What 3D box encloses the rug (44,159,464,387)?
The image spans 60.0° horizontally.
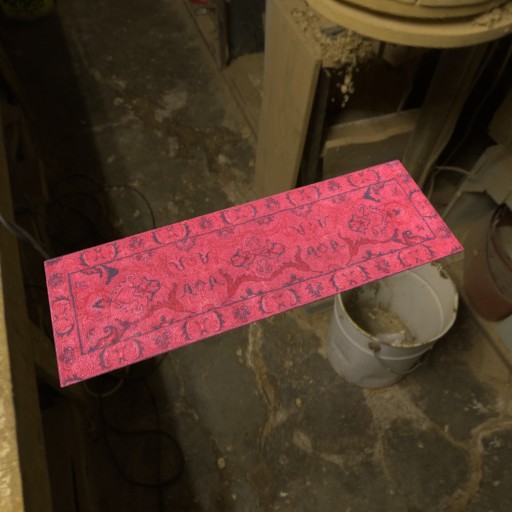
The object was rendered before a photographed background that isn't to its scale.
[{"bbox_3d":[0.000,0.000,2.708,2.439,0.018,0.813,-17,60,-11],"label":"rug"}]
